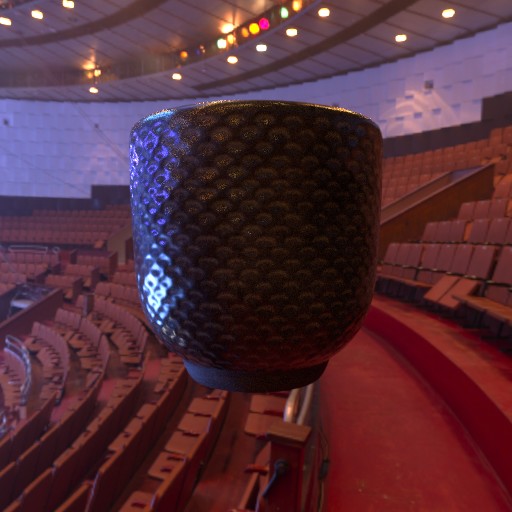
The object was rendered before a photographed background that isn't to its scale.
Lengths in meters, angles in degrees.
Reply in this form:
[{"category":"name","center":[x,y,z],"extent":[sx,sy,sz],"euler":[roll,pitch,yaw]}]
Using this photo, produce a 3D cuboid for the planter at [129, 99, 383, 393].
[{"category":"planter","center":[0.000,0.000,0.359],"extent":[0.197,0.191,0.197],"euler":[0,2,0]}]
